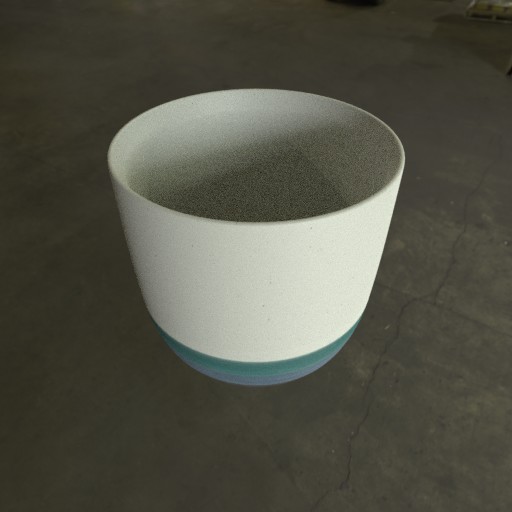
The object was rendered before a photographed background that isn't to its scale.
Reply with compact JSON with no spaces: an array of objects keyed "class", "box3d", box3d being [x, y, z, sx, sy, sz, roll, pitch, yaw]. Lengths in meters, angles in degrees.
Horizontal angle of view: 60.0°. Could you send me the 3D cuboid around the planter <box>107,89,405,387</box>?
[{"class":"planter","box3d":[0.000,0.000,0.381,0.204,0.214,0.204,0,40,0]}]
